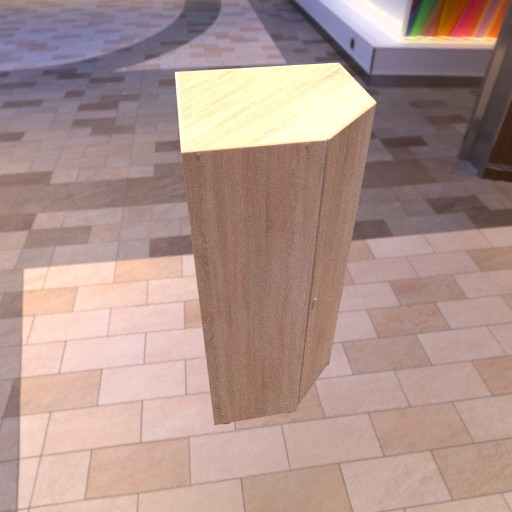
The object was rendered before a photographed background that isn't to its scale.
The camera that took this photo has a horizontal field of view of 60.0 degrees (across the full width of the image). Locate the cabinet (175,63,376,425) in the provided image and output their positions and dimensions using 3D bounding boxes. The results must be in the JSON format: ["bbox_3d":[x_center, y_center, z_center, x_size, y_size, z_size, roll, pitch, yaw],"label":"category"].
[{"bbox_3d":[0.000,0.000,2.886,1.094,2.120,1.327,25,47,26],"label":"cabinet"}]
